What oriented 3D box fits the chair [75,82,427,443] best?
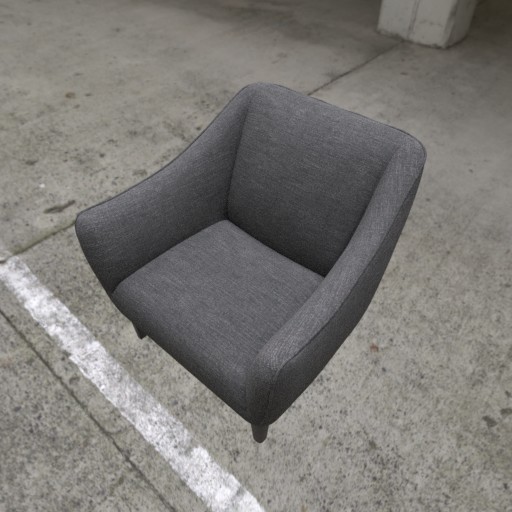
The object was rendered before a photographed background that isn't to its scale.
[{"bbox_3d":[0.000,0.000,1.565,0.870,0.829,0.851,32,53,28],"label":"chair"}]
